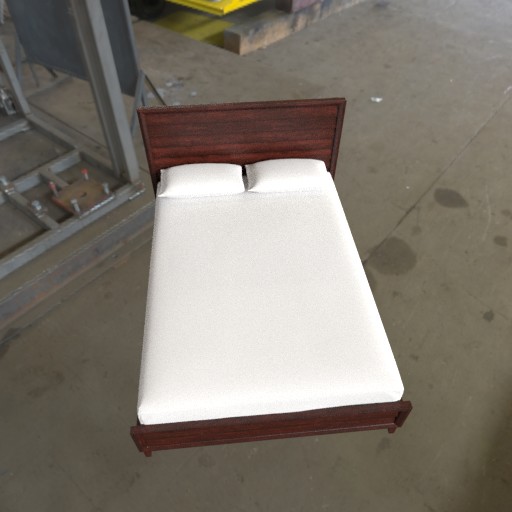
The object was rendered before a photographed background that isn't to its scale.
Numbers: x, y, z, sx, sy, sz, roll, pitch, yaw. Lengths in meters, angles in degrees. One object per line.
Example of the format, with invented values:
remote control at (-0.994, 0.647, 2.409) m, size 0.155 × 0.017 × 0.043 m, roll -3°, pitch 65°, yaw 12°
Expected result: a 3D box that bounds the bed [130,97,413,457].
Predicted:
bed at (0.000, 0.000, 3.945) m, size 2.040 × 1.492 × 2.803 m, roll -4°, pitch 47°, yaw -4°
